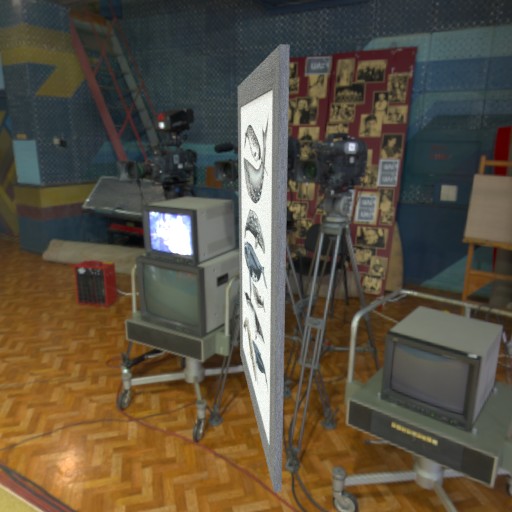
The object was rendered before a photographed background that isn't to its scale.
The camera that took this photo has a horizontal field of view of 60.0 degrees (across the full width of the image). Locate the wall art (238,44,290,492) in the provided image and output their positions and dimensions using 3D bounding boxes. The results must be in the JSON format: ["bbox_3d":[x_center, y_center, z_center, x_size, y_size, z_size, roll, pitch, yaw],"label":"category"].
[{"bbox_3d":[0.000,0.000,1.384,0.020,1.070,0.768,-2,15,-8],"label":"wall art"}]
